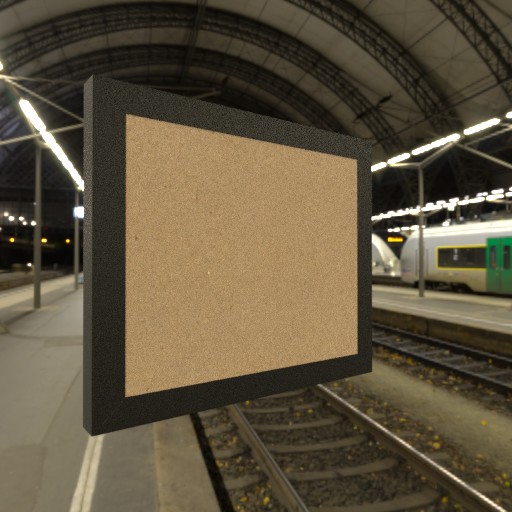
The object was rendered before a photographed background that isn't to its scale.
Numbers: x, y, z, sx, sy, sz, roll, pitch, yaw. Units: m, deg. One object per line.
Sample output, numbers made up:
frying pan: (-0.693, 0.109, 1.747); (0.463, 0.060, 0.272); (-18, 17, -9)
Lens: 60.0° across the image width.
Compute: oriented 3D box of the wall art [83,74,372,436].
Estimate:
wall art: (0.000, 0.000, 0.516); (0.381, 0.321, 0.028); (0, -1, -36)
